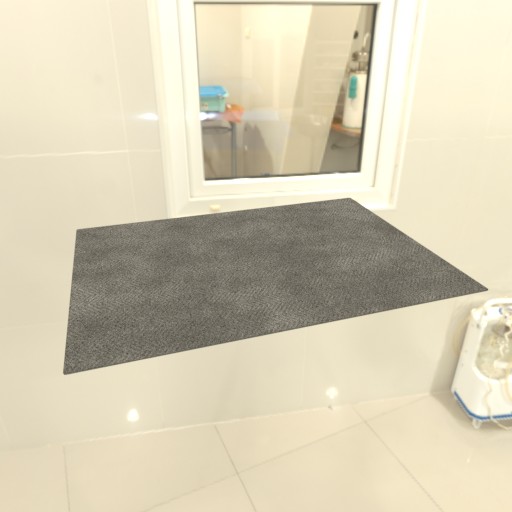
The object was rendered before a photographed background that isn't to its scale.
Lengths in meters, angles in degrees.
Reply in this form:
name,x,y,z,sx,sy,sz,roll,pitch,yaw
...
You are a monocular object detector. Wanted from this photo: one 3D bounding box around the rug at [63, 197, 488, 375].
name,x,y,z,sx,sy,sz,roll,pitch,yaw
rug,0.000,0.000,2.862,2.235,0.008,1.600,-8,28,-16
